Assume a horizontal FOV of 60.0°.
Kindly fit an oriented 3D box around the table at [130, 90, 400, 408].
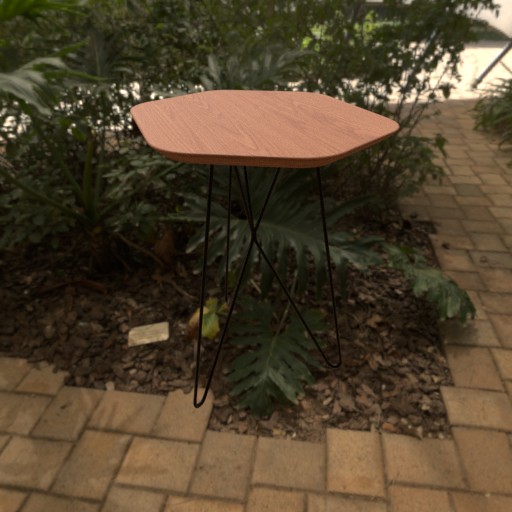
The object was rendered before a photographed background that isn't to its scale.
[{"bbox_3d":[0.000,0.000,0.902,0.400,0.562,0.500,-11,32,-18],"label":"table"}]
